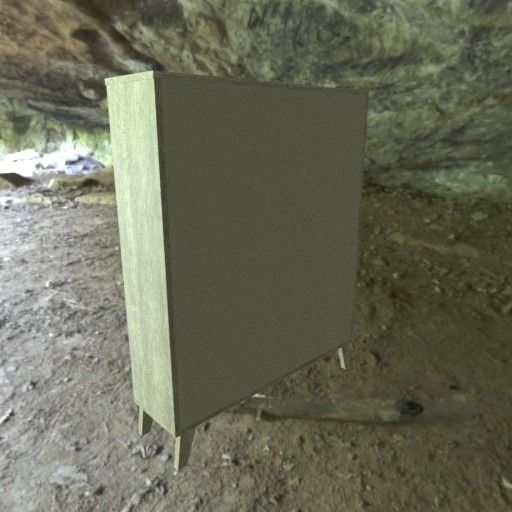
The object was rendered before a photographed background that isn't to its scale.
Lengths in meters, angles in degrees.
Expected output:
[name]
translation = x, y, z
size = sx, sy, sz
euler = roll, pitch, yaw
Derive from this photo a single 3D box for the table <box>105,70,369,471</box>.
[table]
translation = 0.000, 0.000, 1.578
size = 0.902, 1.135, 0.256
euler = -15, 22, -41
